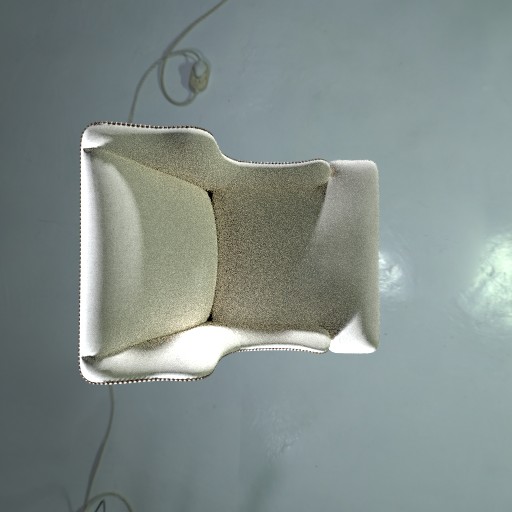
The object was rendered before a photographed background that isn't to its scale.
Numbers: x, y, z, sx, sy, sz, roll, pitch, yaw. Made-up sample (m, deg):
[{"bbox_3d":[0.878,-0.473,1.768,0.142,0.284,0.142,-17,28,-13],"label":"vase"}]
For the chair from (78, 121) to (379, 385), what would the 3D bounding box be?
[{"bbox_3d":[0.000,0.000,1.638,0.940,1.029,0.737,0,89,-1],"label":"chair"}]
